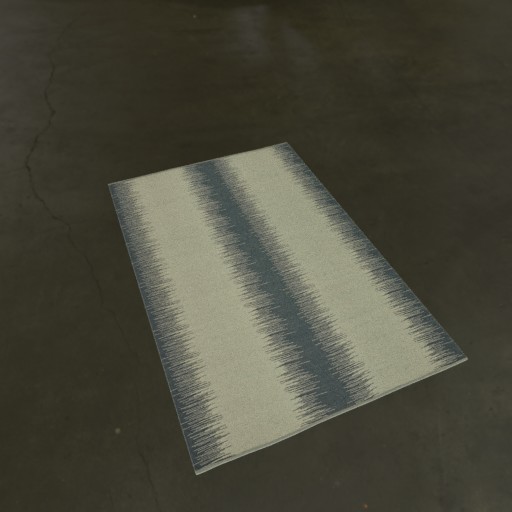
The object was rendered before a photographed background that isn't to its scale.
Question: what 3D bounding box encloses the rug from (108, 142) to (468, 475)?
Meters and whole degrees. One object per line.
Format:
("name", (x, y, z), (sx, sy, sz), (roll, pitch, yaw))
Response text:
("rug", (0.000, 0.000, 2.346), (1.234, 0.006, 1.854), (-17, 49, -15))
